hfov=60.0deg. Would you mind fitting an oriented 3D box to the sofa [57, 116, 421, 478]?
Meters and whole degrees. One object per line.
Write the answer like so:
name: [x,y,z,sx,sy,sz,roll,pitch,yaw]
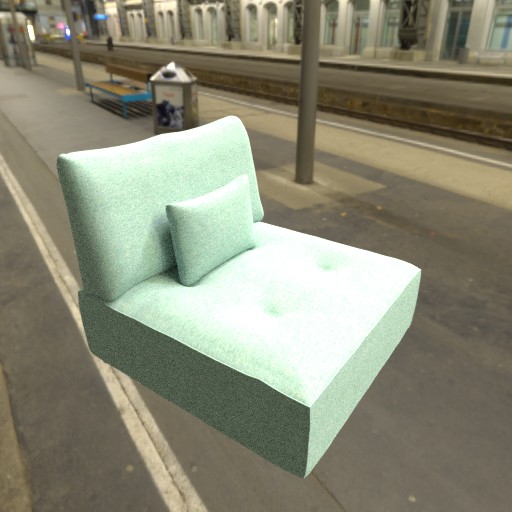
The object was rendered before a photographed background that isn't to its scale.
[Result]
sofa: [0.000,0.000,1.669,1.000,0.820,0.930,18,32,31]
